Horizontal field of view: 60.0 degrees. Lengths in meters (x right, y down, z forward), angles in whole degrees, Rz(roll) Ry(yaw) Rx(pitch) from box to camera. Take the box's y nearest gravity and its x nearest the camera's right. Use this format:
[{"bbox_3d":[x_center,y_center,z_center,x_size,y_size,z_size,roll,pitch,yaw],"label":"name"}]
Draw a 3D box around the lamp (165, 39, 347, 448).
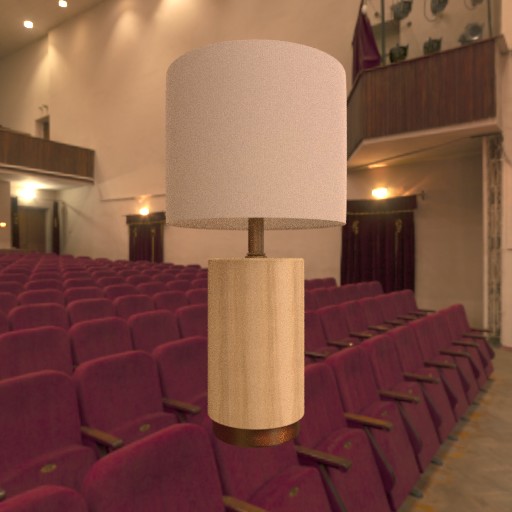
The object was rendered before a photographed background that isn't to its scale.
[{"bbox_3d":[0.000,0.000,0.568,0.228,0.444,0.228,0,0,36],"label":"lamp"}]
